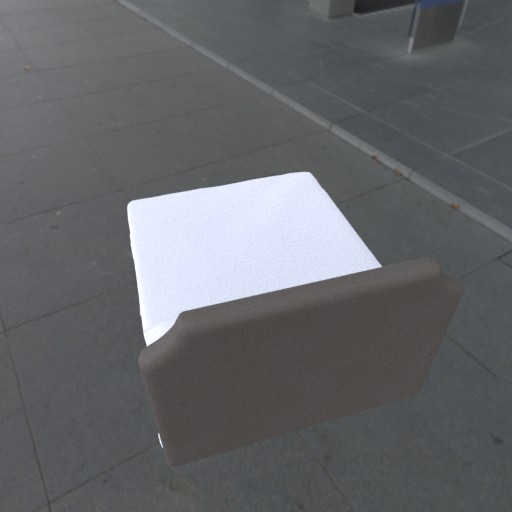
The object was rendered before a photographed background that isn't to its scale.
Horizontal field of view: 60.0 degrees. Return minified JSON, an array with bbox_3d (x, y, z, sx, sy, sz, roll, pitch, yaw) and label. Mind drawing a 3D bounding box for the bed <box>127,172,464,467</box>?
[{"bbox_3d":[0.000,0.000,3.878,2.194,1.561,2.536,-12,43,-13],"label":"bed"}]
